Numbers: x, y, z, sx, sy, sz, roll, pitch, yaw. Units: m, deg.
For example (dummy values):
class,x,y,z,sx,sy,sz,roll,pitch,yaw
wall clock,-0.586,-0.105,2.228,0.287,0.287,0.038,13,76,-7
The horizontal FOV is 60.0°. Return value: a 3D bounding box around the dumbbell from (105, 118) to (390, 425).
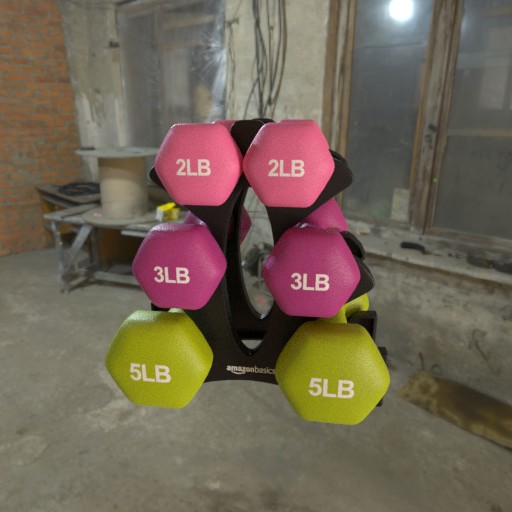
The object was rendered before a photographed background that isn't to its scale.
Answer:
class,x,y,z,sx,sy,sz,roll,pitch,yaw
dumbbell,0.000,0.000,0.442,0.257,0.261,0.203,3,18,8
